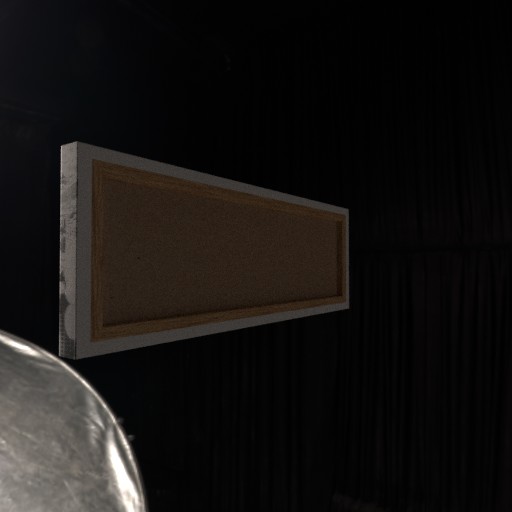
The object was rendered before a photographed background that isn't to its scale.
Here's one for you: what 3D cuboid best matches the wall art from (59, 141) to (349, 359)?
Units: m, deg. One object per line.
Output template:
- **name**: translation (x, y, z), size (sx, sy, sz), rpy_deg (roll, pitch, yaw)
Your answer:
- **wall art**: translation (0.000, 0.000, 0.836), size (0.038, 0.255, 0.763), rpy_deg (-1, -2, 36)
